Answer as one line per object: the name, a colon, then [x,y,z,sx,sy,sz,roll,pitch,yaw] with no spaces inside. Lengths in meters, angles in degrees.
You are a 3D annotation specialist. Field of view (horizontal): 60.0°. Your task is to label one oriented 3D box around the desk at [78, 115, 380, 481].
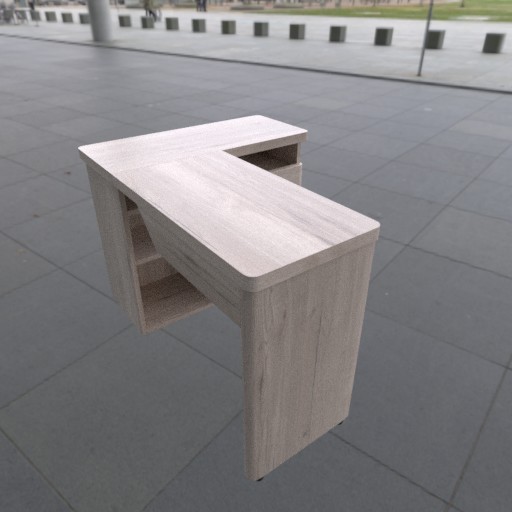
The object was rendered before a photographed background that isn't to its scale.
desk: [0.000,0.000,1.769,0.900,0.760,1.169,-21,37,-31]
